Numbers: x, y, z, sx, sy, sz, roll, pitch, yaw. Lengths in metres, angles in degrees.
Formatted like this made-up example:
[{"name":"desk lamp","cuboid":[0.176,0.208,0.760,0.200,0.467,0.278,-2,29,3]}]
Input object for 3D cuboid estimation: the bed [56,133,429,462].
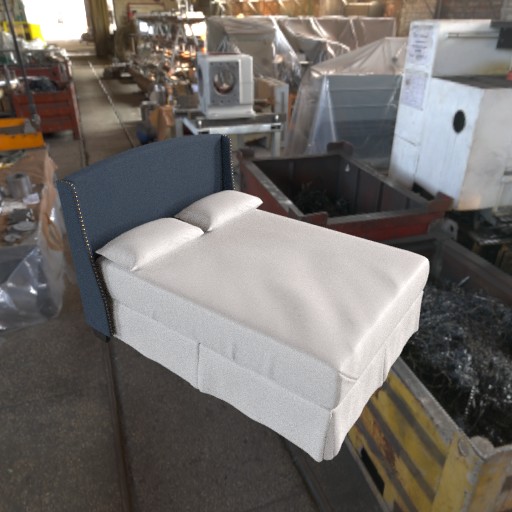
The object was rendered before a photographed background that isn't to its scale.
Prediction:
[{"name":"bed","cuboid":[0.000,0.000,3.389,2.237,1.407,1.710,19,34,31]}]
